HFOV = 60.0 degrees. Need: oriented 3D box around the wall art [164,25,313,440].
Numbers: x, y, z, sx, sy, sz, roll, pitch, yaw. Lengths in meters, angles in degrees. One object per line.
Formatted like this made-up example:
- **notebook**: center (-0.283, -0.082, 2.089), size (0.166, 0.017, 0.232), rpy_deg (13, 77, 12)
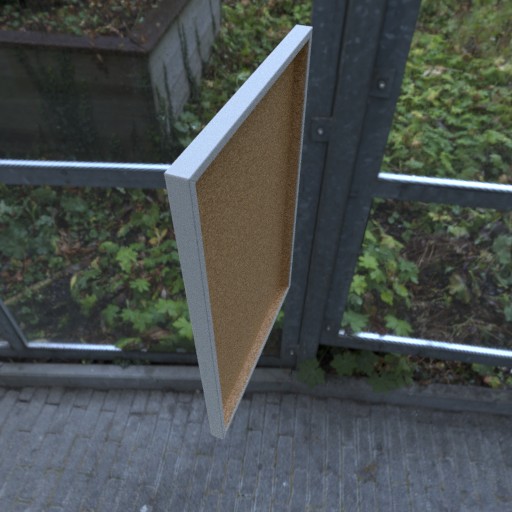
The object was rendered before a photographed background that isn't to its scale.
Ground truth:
- **wall art**: center (0.000, 0.000, 1.139), size (0.038, 0.914, 0.610), rpy_deg (16, 48, 14)
